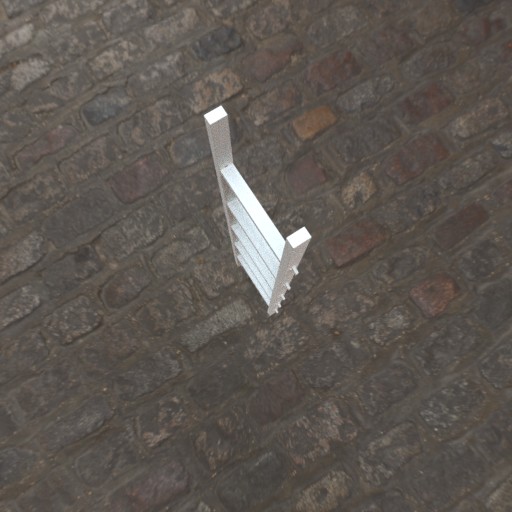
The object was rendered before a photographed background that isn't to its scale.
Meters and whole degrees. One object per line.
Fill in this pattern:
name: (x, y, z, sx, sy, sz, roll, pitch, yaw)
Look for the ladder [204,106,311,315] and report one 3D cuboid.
ladder: (0.000, 0.000, 1.939, 0.051, 1.797, 0.452, -32, 79, -7)
